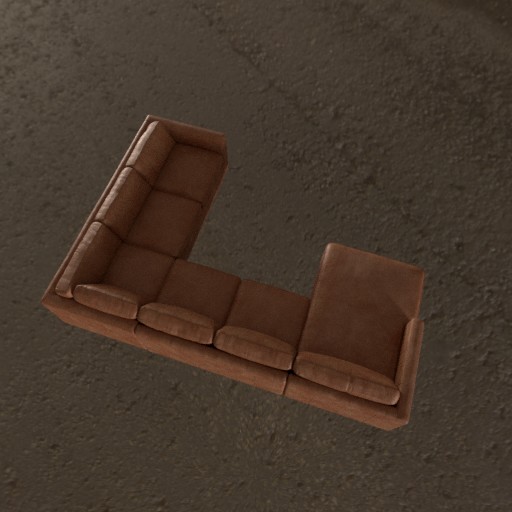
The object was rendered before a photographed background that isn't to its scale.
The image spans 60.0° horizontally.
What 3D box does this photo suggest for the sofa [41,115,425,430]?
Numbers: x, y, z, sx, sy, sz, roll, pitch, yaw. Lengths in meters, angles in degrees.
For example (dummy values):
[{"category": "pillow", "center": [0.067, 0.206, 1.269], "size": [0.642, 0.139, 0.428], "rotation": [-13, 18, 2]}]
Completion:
[{"category": "sofa", "center": [0.000, 0.000, 4.613], "size": [3.401, 0.832, 2.430], "rotation": [16, 65, 8]}]
